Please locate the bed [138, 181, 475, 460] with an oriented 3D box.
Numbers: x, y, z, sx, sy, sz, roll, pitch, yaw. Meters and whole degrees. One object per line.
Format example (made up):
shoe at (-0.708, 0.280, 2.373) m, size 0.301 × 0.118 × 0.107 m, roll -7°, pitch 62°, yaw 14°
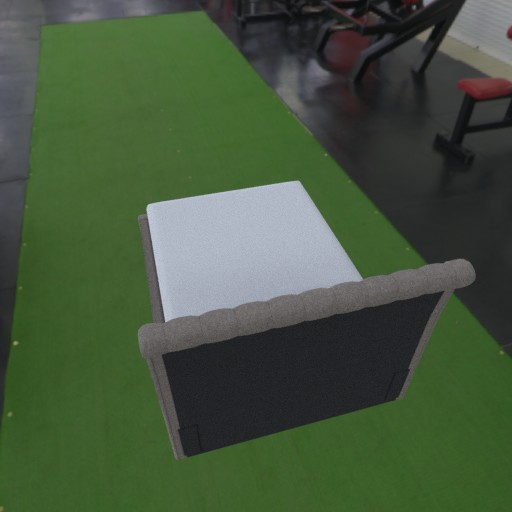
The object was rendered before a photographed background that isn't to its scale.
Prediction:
bed at (0.000, 0.000, 3.263) m, size 1.645 × 1.371 × 2.252 m, roll -11°, pitch 43°, yaw -12°
